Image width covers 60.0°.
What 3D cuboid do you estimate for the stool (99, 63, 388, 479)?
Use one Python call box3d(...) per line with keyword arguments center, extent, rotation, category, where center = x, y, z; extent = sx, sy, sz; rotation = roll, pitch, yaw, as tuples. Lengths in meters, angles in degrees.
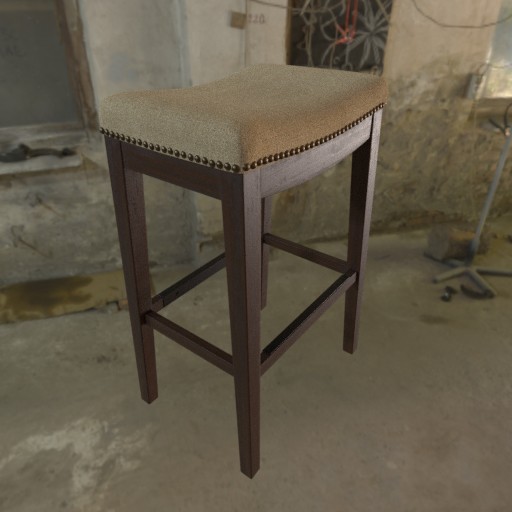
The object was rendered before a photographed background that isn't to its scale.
box3d(center=(0.000, 0.000, 1.029), extent=(0.363, 0.768, 0.509), rotation=(22, 38, 31), category="stool")
